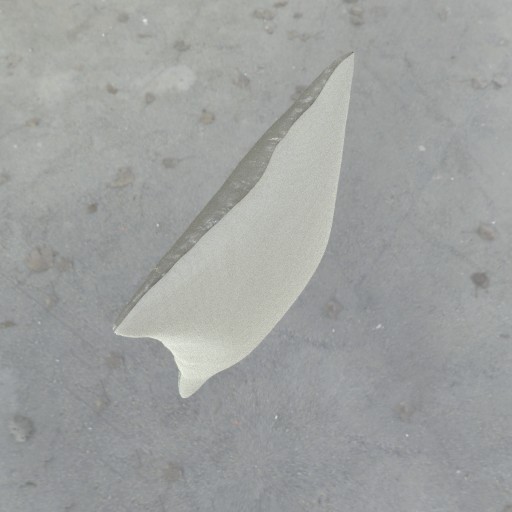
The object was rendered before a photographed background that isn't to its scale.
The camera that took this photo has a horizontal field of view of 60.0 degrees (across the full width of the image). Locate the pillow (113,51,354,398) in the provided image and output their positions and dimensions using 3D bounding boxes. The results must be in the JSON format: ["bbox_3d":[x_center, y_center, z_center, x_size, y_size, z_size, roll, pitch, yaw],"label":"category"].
[{"bbox_3d":[0.000,0.000,0.716,0.175,0.464,0.470,33,69,15],"label":"pillow"}]
